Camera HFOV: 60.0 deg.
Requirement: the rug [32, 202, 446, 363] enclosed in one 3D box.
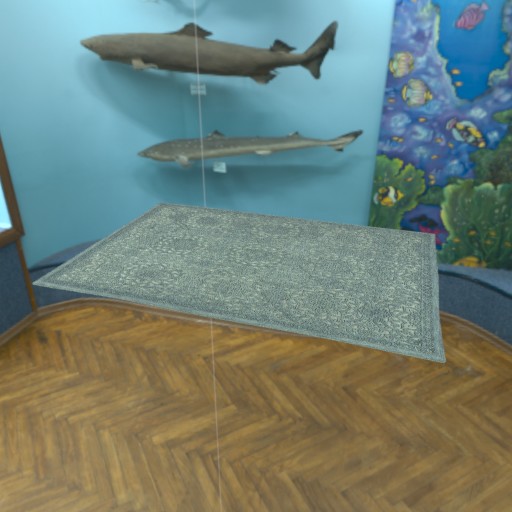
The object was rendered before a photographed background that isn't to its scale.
[{"bbox_3d":[0.000,0.000,2.356,1.830,0.016,1.224,8,27,16],"label":"rug"}]
